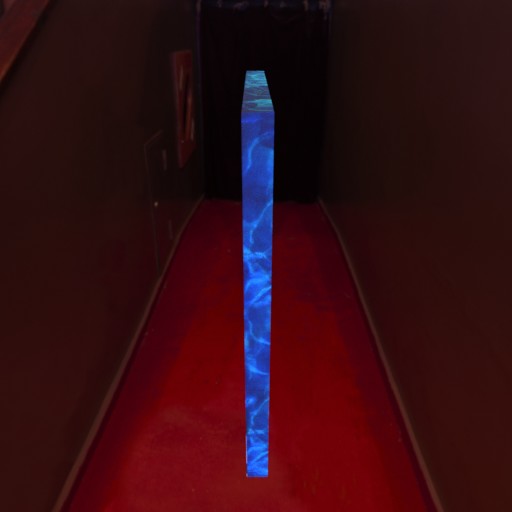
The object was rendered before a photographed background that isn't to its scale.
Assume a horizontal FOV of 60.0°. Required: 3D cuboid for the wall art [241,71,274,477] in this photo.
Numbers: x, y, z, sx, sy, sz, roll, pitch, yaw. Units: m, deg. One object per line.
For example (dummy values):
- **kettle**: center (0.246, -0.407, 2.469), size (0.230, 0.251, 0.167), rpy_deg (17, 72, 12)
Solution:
- **wall art**: center (0.000, 0.000, 0.878), size (0.038, 0.635, 0.508), rpy_deg (0, 28, 0)
